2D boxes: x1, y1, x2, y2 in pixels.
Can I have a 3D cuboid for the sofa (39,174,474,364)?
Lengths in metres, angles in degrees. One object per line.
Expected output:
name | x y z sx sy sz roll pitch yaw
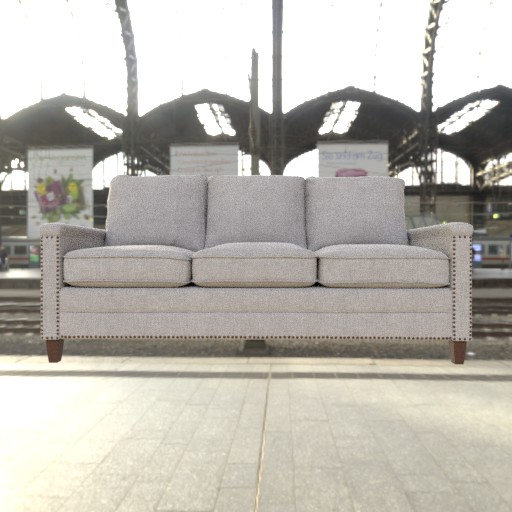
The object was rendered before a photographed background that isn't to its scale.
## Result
sofa | 0.000 0.000 2.343 1.925 0.959 0.828 0 0 1
